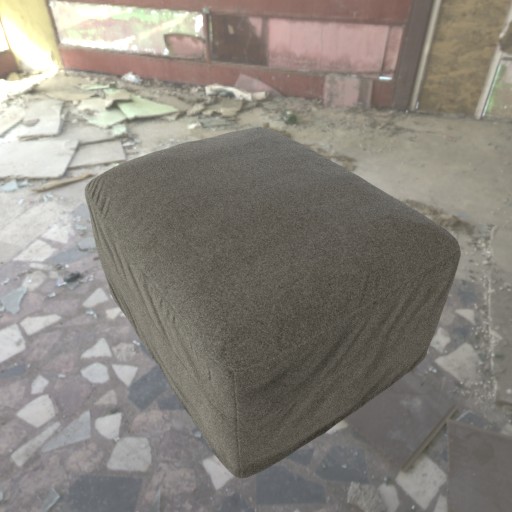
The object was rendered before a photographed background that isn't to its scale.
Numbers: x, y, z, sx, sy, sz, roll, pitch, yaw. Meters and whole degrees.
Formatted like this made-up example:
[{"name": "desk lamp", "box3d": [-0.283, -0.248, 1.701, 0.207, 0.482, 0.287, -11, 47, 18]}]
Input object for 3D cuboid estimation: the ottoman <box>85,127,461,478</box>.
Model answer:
[{"name": "ottoman", "box3d": [0.000, 0.000, 1.226, 0.683, 0.481, 0.837, -24, 45, -26]}]
